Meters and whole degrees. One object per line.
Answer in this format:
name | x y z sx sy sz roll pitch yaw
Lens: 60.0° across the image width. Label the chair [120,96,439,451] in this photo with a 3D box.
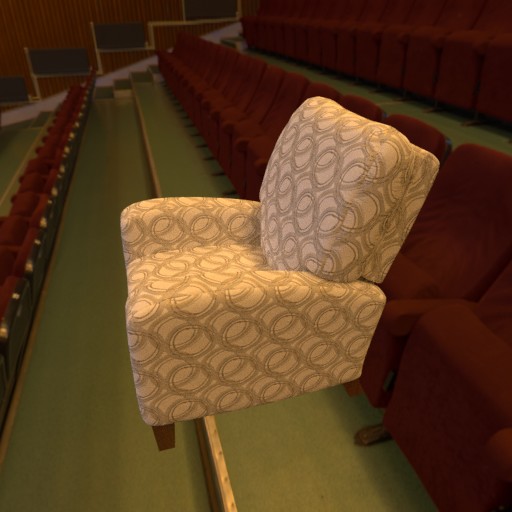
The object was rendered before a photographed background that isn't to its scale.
chair | 0.000 0.000 1.709 0.995 1.065 0.796 -8 31 -14
